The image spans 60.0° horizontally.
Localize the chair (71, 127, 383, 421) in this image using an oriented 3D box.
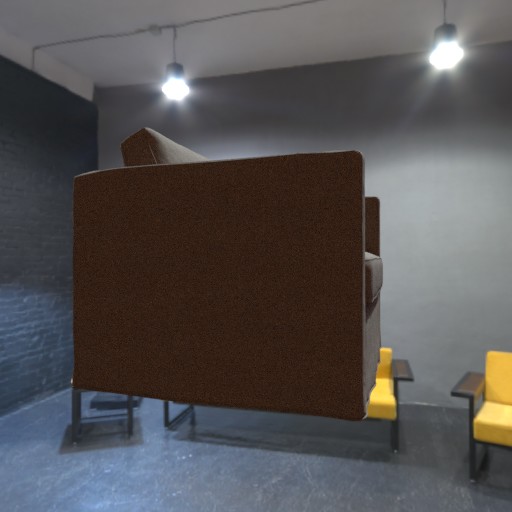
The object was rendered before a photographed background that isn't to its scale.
[{"bbox_3d":[0.000,0.000,1.770,0.949,0.863,1.057,0,0,18],"label":"chair"}]
